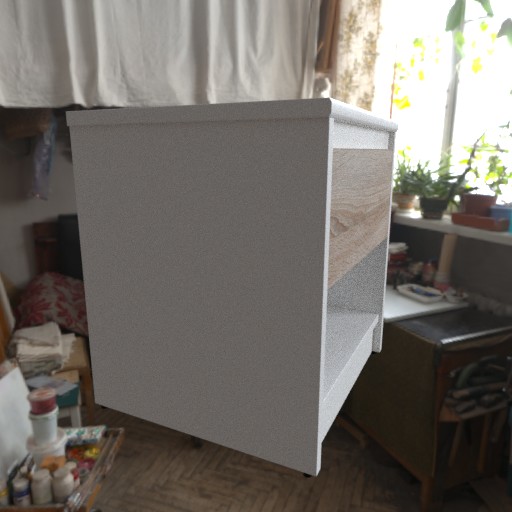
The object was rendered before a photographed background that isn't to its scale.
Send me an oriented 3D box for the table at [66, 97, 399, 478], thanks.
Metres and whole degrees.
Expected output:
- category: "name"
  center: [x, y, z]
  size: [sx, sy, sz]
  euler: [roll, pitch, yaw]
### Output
- category: "table"
  center: [0.000, 0.000, 0.767]
  size: [0.380, 0.460, 0.420]
  euler: [7, 15, 26]
